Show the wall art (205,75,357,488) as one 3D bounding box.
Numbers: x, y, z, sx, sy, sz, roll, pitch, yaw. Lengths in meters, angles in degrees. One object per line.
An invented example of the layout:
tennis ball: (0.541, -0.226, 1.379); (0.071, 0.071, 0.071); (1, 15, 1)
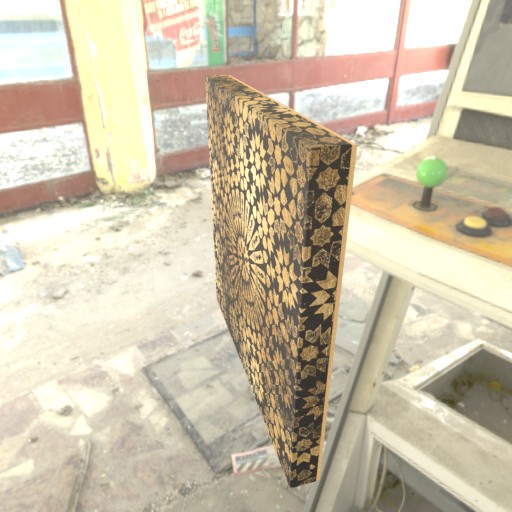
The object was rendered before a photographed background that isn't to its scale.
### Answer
wall art: (0.000, 0.000, 0.596); (0.038, 0.405, 0.405); (-8, 30, -14)
